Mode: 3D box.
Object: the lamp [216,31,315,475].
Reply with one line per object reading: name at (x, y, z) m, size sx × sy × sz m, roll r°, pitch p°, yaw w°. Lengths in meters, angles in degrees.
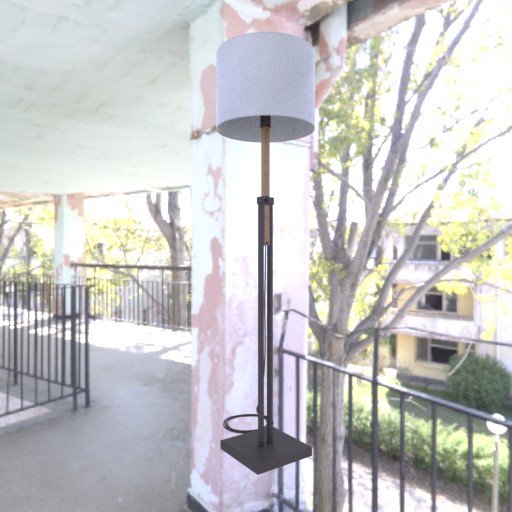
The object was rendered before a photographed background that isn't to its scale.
lamp at (0.000, 0.000, 1.948) m, size 0.474 × 1.650 × 0.639 m, roll 0°, pitch 1°, yaw -35°
